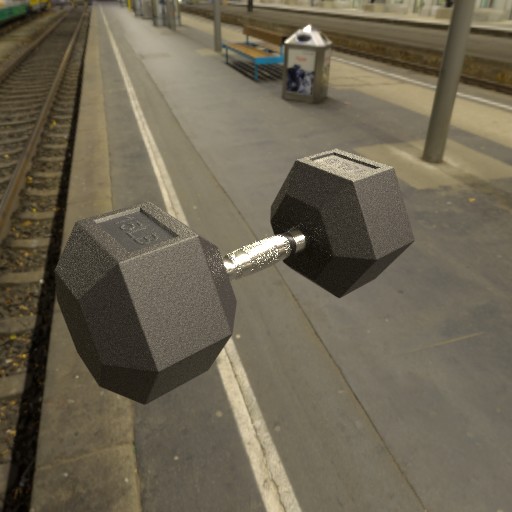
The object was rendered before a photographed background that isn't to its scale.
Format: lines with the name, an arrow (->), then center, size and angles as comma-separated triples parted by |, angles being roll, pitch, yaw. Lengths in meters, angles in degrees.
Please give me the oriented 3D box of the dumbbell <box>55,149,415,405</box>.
dumbbell -> 0.000, 0.000, 0.335 | 0.271, 0.106, 0.122 | -22, 38, -32
